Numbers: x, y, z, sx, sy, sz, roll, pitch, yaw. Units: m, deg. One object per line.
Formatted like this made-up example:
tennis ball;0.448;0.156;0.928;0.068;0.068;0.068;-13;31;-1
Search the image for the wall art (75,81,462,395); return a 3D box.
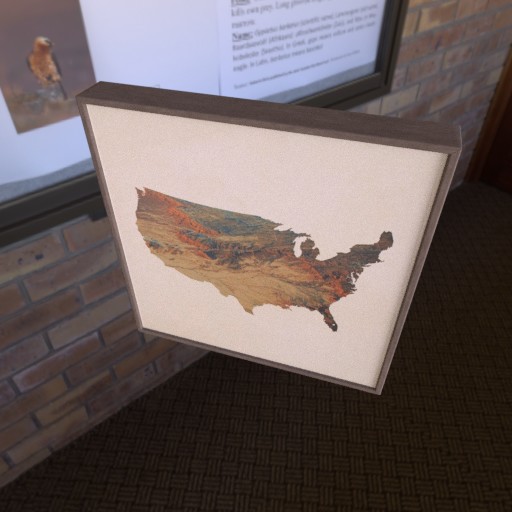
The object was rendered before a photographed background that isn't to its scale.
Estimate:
wall art;0.000;0.000;0.445;0.303;0.302;0.038;12;42;13
